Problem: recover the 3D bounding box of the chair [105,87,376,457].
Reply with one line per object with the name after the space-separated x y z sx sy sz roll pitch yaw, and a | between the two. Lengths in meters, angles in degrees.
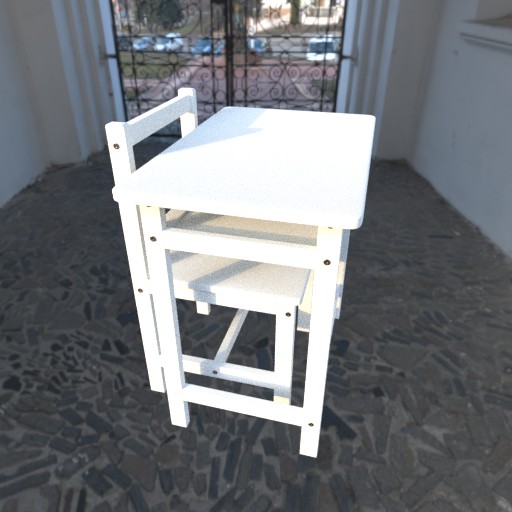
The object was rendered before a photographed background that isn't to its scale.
0.000 0.000 1.046 0.461 0.673 0.599 8 32 13 | chair
